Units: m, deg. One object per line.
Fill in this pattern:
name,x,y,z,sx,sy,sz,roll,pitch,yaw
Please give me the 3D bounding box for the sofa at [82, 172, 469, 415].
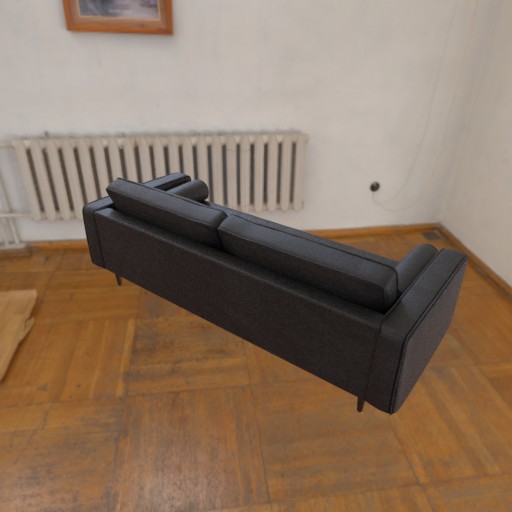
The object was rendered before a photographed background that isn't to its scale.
sofa,0.000,0.000,2.692,2.210,0.762,0.914,21,35,32
